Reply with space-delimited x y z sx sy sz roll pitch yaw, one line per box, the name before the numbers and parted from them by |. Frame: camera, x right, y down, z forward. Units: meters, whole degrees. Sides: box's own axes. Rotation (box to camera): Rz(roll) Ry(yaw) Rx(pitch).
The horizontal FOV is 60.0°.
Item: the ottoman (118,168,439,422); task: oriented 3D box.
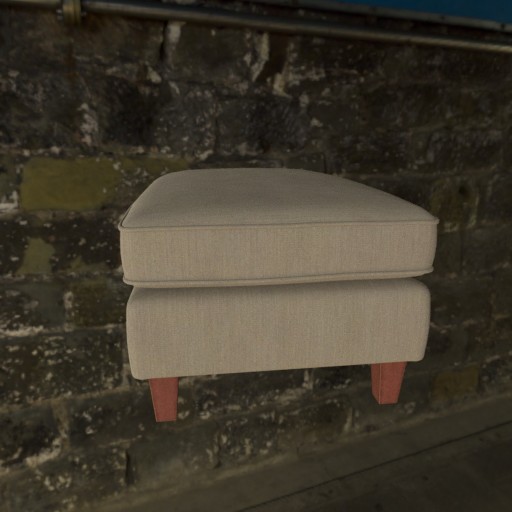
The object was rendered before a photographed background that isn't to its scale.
ottoman | 0.000 0.000 1.303 0.636 0.480 0.941 -2 15 -7
